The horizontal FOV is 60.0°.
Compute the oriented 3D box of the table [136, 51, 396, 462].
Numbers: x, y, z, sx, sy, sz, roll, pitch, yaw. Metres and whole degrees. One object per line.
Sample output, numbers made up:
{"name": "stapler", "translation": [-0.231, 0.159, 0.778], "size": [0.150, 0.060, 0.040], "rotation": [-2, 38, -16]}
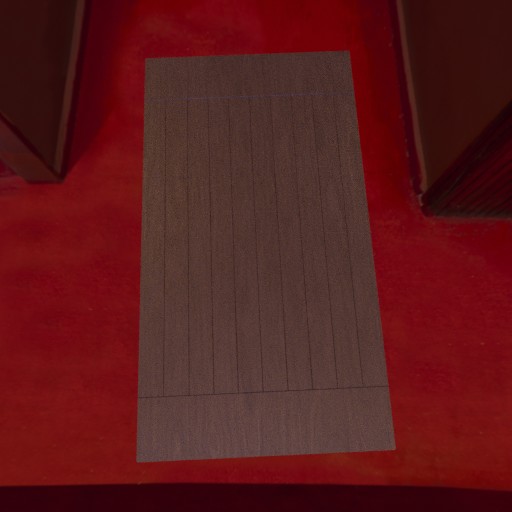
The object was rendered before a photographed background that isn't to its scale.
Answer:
{"name": "table", "translation": [0.000, 0.000, 1.371], "size": [0.600, 0.494, 1.062], "rotation": [-2, 75, -1]}
